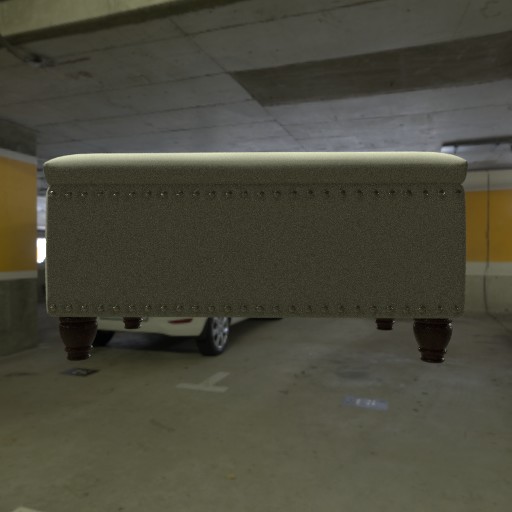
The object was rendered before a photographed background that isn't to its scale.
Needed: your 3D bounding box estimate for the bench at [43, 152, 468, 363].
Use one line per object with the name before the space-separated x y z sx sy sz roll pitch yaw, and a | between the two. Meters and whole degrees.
bench | 0.000 0.000 1.163 0.887 0.449 0.500 0 1 2
